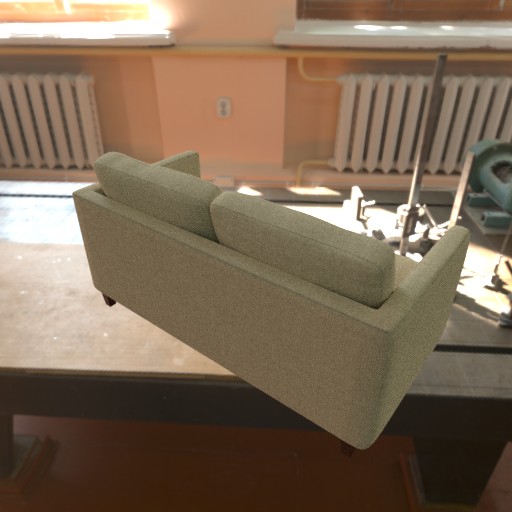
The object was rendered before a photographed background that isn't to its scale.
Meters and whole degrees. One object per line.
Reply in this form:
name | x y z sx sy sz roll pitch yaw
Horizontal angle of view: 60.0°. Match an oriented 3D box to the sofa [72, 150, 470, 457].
sofa | 0.000 0.000 2.385 1.884 0.963 0.950 22 38 32
